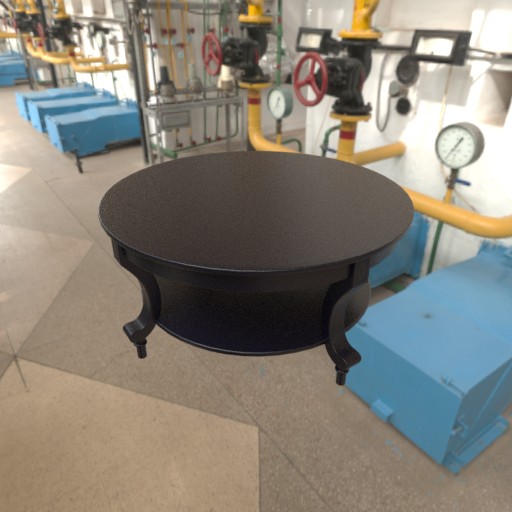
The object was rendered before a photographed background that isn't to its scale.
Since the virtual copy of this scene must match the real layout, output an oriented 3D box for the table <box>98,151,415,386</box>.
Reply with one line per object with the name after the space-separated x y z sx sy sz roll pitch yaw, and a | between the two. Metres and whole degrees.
0.000 0.000 1.620 1.029 0.491 1.029 0 29 0 | table
